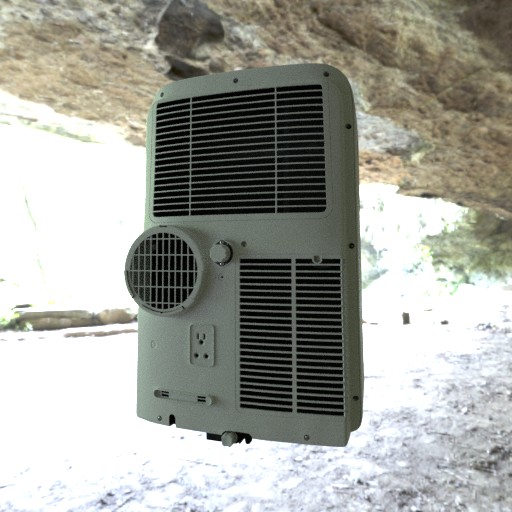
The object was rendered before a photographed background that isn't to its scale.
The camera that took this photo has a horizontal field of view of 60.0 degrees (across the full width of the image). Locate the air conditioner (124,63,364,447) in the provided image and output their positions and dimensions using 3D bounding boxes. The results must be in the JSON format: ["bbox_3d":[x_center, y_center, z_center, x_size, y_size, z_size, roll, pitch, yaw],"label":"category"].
[{"bbox_3d":[0.000,0.000,0.946,0.454,0.700,0.365,0,0,18],"label":"air conditioner"}]
